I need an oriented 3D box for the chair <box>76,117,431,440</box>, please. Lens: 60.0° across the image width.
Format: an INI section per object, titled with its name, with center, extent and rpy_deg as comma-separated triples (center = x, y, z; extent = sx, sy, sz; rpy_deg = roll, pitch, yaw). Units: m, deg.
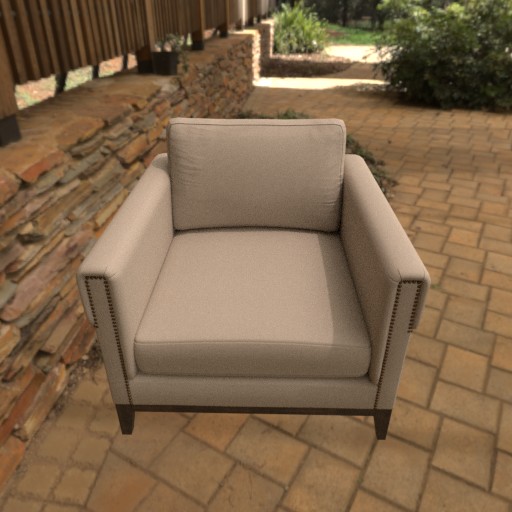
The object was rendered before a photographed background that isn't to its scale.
[chair]
center = 0.000, 0.000, 1.638
extent = 0.914, 0.838, 0.959
rpy_deg = 1, 31, 1
